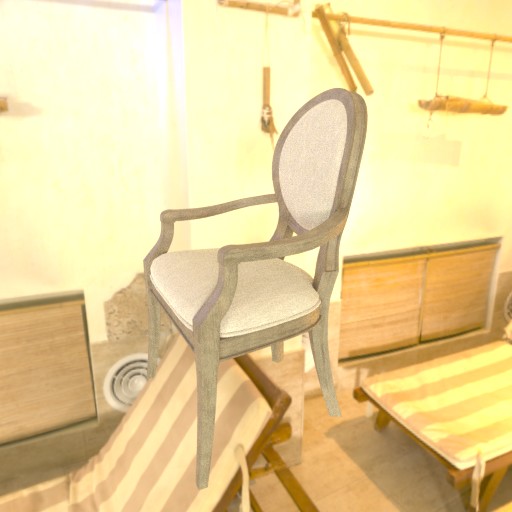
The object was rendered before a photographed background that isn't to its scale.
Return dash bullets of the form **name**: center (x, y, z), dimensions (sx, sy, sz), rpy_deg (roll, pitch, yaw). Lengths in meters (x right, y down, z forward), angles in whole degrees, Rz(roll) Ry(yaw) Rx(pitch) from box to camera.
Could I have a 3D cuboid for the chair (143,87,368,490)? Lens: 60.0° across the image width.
- **chair**: center (0.000, 0.000, 1.362), dimensions (0.602, 0.991, 0.611), rpy_deg (-7, 17, -24)
